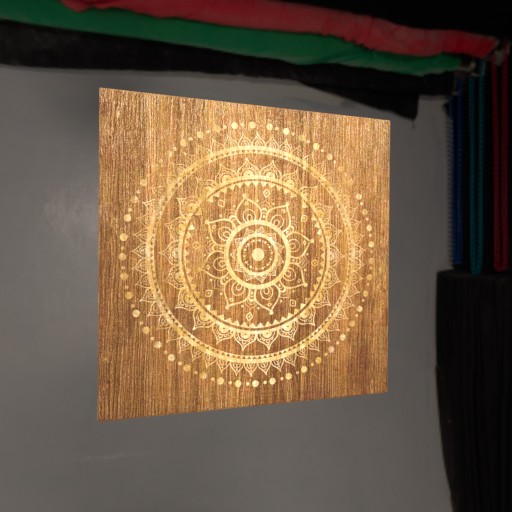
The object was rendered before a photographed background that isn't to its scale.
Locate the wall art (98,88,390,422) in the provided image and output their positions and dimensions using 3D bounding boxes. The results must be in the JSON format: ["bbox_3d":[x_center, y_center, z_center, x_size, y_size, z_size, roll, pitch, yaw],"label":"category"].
[{"bbox_3d":[0.000,0.000,0.908,0.611,0.608,0.042,0,0,-18],"label":"wall art"}]
